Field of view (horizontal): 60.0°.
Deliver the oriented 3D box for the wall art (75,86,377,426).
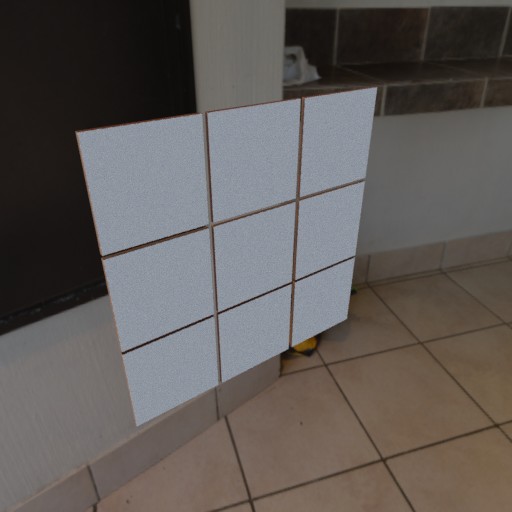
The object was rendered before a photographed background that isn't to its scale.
[{"bbox_3d":[0.000,0.000,1.889,1.256,1.246,0.017,-20,36,-30],"label":"wall art"}]
